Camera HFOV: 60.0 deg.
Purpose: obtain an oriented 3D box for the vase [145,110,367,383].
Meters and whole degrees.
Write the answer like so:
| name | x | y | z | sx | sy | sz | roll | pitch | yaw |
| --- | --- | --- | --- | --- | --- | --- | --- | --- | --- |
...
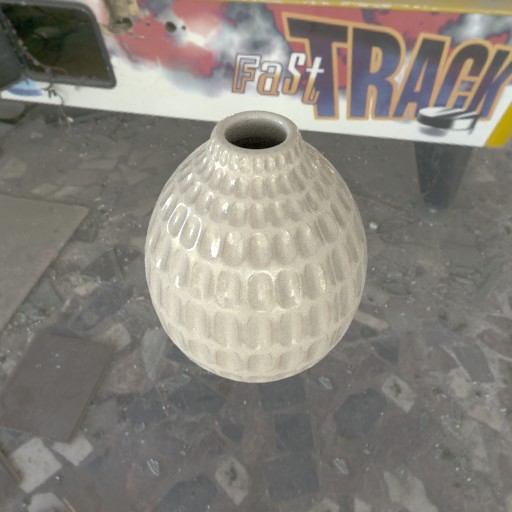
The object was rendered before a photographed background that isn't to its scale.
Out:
| name | x | y | z | sx | sy | sz | roll | pitch | yaw |
| --- | --- | --- | --- | --- | --- | --- | --- | --- | --- |
| vase | 0.000 | 0.000 | 0.260 | 0.128 | 0.167 | 0.128 | 0 | 47 | 0 |
